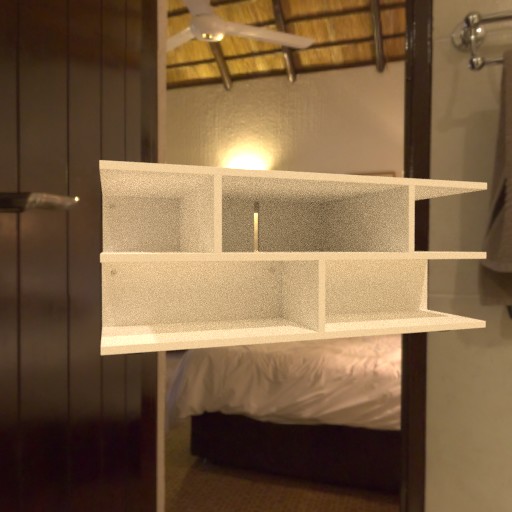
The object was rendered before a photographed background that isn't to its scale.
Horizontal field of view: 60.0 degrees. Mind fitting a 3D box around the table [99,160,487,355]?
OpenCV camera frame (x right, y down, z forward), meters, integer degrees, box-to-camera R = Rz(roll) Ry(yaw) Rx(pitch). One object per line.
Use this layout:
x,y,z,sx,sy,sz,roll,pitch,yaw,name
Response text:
0.000,0.000,1.073,0.700,0.289,0.700,0,1,-18,table
